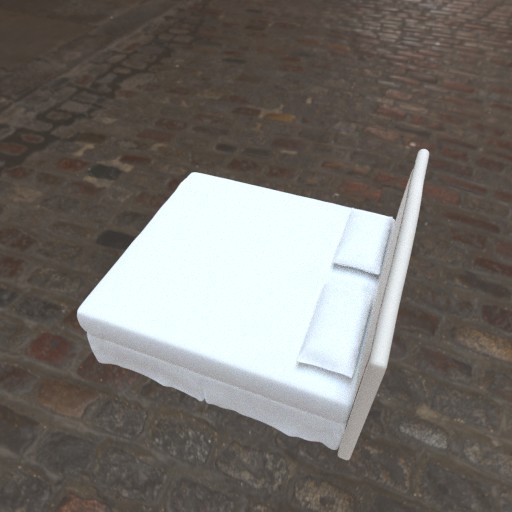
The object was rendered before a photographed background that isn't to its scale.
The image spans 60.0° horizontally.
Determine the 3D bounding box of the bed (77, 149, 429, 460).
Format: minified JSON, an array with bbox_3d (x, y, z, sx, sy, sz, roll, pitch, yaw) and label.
[{"bbox_3d":[0.000,0.000,3.542,2.182,1.421,2.083,15,48,15],"label":"bed"}]
